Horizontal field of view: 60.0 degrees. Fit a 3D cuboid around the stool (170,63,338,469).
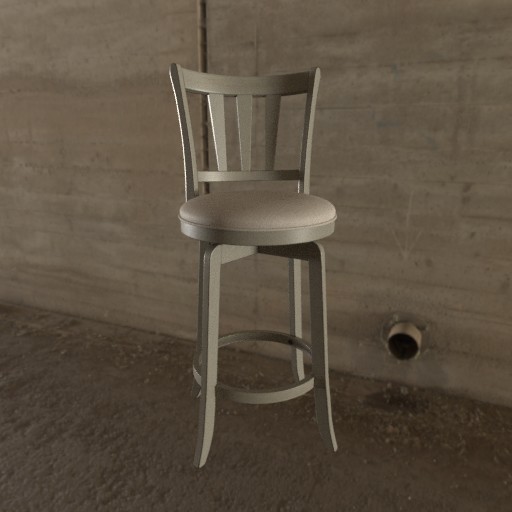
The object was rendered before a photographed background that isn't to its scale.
[{"bbox_3d":[0.000,0.000,1.256,0.436,1.042,0.475,-3,16,-9],"label":"stool"}]
